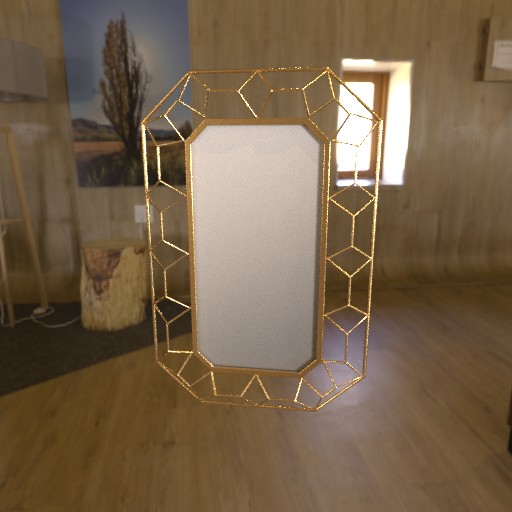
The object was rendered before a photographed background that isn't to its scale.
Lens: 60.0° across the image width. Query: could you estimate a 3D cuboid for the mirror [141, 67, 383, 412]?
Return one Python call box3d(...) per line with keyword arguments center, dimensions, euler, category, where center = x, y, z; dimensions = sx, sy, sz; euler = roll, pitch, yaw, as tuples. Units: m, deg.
box3d(center=(0.000, 0.000, 1.096), dimensions=(0.572, 0.870, 0.051), euler=(2, 14, 8), category="mirror")
